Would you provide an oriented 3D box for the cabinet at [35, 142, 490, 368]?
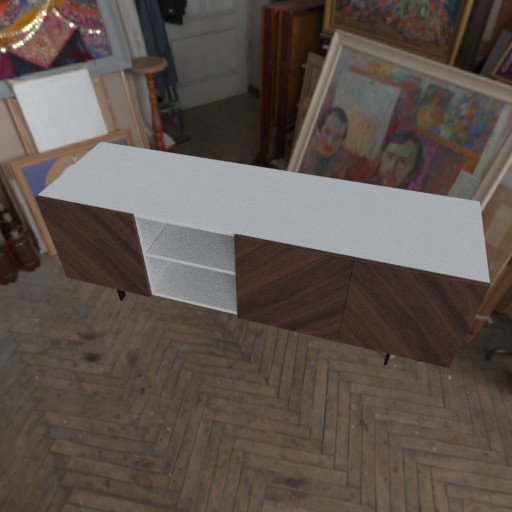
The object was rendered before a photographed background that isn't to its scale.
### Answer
[{"bbox_3d":[0.000,0.000,1.731,1.499,0.533,0.431,12,43,13],"label":"cabinet"}]
